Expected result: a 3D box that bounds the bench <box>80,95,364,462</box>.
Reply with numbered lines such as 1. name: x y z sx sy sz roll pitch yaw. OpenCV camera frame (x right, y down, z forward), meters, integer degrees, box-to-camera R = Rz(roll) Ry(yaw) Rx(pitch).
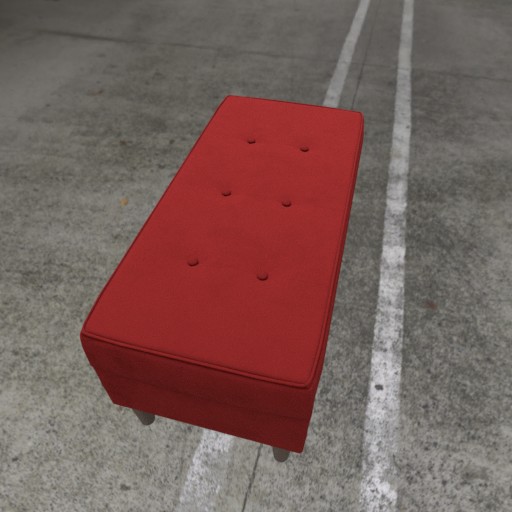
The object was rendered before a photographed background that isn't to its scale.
1. bench: 0.000 0.000 1.318 0.492 0.471 1.016 11 48 10
